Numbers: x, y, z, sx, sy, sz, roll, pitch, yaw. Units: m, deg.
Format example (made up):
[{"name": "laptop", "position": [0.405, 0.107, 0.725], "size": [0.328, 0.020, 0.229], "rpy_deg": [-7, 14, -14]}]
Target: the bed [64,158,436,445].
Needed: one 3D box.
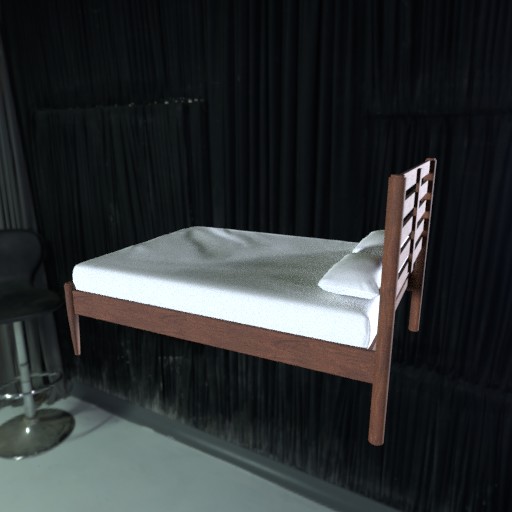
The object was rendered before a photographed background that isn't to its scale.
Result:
[{"name": "bed", "position": [0.000, 0.000, 3.075], "size": [2.093, 1.304, 1.509], "rpy_deg": [7, 17, 25]}]
